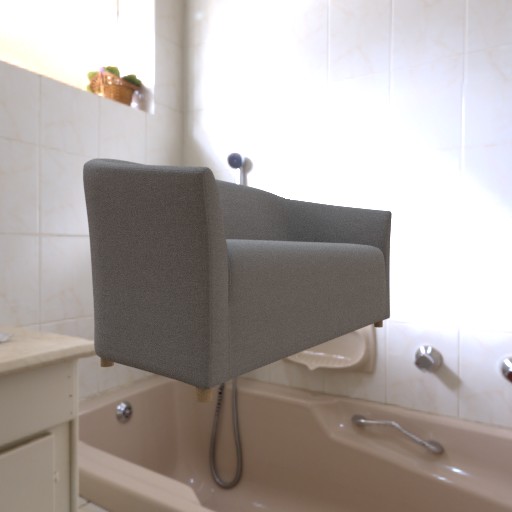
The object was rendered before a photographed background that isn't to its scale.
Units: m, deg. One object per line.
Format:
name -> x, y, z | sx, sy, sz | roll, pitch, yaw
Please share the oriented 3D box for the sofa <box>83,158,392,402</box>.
sofa -> 0.000, 0.000, 1.844 | 0.705, 0.721, 1.452 | 0, 1, 34
